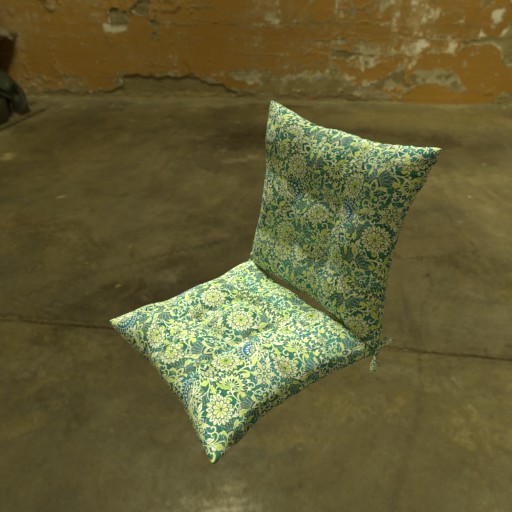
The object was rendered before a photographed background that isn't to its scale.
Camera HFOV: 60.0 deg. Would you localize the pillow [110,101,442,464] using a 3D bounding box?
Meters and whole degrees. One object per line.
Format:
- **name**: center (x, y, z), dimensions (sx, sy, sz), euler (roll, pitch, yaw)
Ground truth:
- **pillow**: center (0.000, 0.000, 1.015), dimensions (0.585, 0.536, 0.541), euler (-22, 39, -31)
